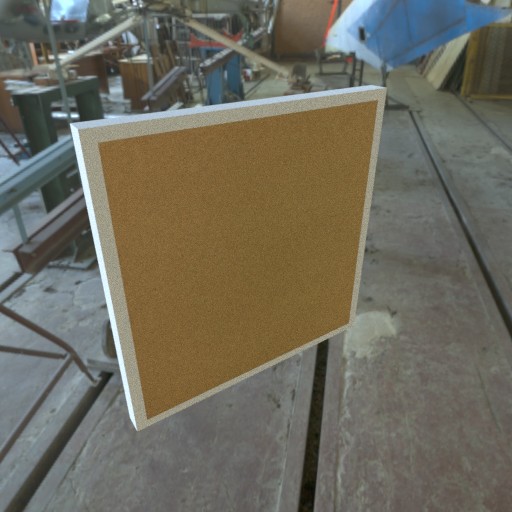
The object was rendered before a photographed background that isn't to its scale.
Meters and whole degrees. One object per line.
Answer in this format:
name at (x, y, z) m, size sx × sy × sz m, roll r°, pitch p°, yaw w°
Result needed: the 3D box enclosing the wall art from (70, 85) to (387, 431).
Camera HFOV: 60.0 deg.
wall art at (0.000, 0.000, 0.762) m, size 0.508 × 0.507 × 0.035 m, roll -18°, pitch 35°, yaw -29°
